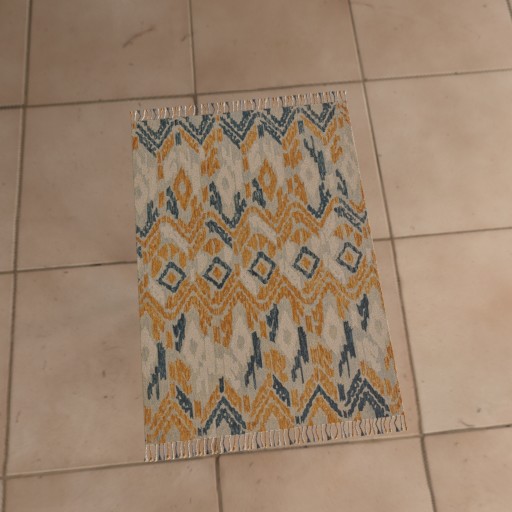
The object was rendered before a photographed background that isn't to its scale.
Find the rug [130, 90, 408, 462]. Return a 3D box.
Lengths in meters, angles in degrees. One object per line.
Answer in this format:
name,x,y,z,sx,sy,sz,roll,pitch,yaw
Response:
rug,0.000,0.000,2.269,1.230,0.008,1.827,-6,75,-2
